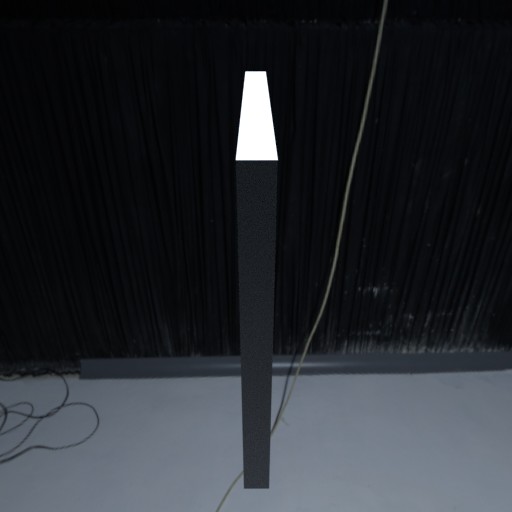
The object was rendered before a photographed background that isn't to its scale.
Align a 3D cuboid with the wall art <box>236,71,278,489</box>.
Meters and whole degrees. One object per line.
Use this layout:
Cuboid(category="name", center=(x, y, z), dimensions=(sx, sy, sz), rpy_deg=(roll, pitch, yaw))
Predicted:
Cuboid(category="wall art", center=(0.000, 0.000, 0.748), dimensions=(0.038, 0.506, 0.506), rpy_deg=(0, 31, 0))
